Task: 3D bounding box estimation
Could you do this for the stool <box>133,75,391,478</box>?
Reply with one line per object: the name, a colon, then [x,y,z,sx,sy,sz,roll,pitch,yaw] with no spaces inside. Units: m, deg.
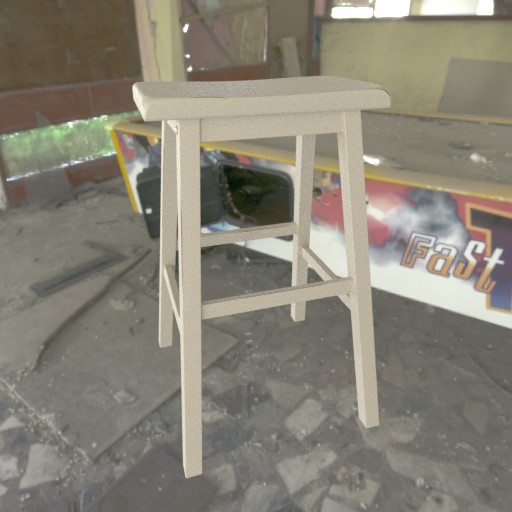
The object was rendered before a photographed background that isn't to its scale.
stool: [0.000,0.000,1.014,0.457,0.737,0.476,-8,29,-16]
